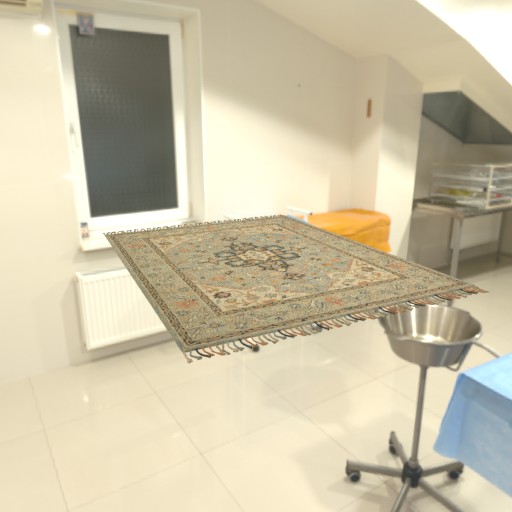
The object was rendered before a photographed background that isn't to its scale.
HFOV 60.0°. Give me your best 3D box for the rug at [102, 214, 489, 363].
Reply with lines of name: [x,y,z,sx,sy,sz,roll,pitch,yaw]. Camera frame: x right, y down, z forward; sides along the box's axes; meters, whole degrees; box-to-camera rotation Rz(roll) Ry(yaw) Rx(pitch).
rug: [0.000,0.000,2.274,1.278,0.009,1.730,-8,19,-25]
